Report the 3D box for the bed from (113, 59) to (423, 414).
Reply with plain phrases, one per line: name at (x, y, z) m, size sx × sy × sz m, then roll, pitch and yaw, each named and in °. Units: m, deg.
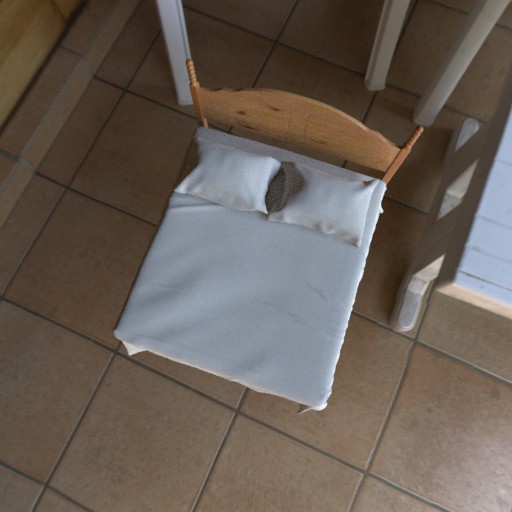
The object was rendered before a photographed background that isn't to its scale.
bed at (0.000, 0.000, 3.349) m, size 1.873 × 1.356 × 2.040 m, roll 18°, pitch 76°, yaw 4°
